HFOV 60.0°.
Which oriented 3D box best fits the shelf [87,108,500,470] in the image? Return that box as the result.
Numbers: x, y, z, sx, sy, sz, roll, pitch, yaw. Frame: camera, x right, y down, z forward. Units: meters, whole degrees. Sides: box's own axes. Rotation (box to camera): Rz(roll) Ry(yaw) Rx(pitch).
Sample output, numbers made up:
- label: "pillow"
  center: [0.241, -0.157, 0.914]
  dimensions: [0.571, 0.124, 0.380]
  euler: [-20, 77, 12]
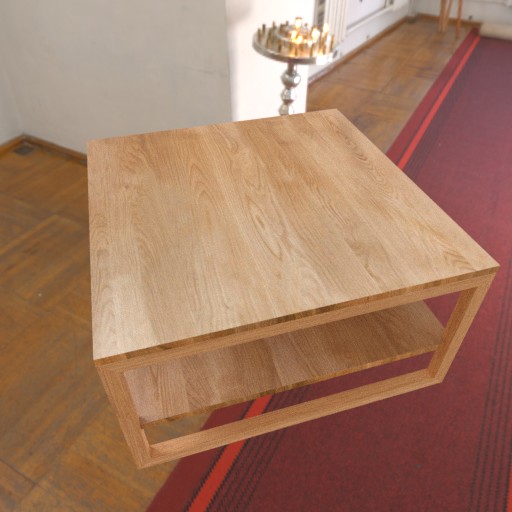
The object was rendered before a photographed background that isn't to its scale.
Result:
- label: "shelf"
  center: [0.000, 0.000, 1.397]
  dimensions: [0.899, 0.480, 0.899]
  euler: [-11, 43, -12]
